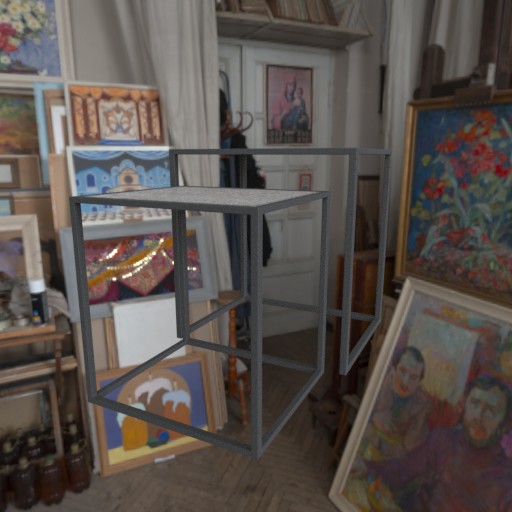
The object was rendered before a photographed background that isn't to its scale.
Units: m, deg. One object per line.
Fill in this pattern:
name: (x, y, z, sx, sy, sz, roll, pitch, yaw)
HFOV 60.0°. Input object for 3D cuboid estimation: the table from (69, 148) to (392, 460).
table: (0.000, 0.000, 1.147, 0.508, 0.540, 0.788, 6, 14, 26)
